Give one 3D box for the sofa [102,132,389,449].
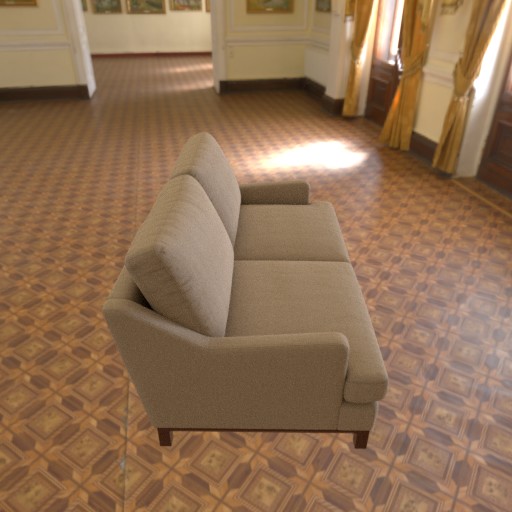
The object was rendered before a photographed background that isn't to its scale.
[{"bbox_3d":[0.000,0.000,2.257,1.004,0.910,1.619,0,30,1],"label":"sofa"}]
